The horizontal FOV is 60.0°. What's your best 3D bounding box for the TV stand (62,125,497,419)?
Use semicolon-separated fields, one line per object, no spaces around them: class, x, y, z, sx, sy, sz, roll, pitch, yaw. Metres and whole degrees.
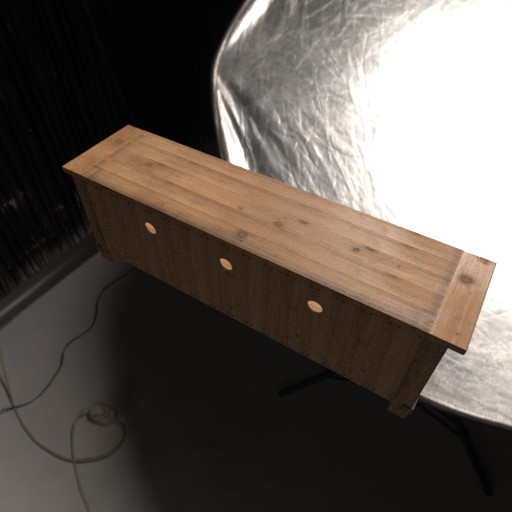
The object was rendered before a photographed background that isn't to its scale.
TV stand;0.000;0.000;2.022;1.804;0.573;0.453;24;51;21
